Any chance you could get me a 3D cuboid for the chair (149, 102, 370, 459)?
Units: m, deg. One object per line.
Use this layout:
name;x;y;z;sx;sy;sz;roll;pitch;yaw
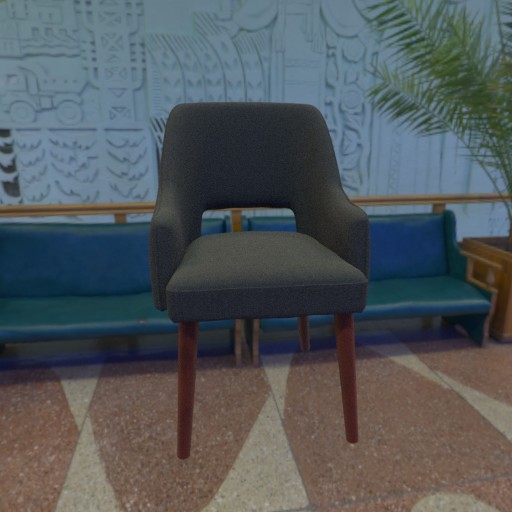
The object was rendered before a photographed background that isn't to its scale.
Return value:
chair;0.000;0.000;1.236;0.559;0.838;0.560;-2;16;-7
